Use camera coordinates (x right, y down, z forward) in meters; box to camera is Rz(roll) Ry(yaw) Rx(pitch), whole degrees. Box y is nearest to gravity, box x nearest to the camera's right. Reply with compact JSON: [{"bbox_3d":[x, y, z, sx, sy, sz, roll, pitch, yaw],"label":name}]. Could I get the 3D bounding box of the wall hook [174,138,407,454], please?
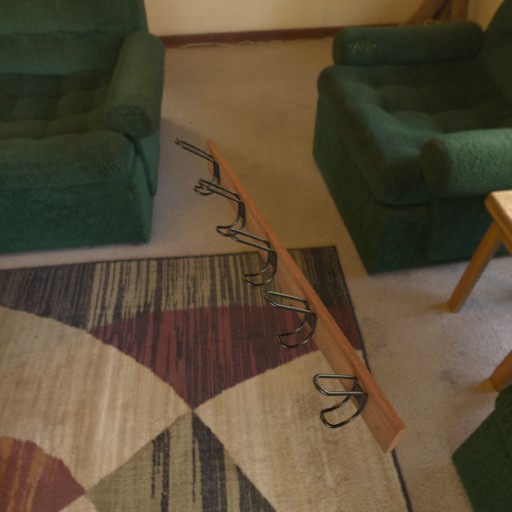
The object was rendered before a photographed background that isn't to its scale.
[{"bbox_3d":[0.000,0.000,0.602,0.076,0.116,0.554,-18,50,-16],"label":"wall hook"}]
